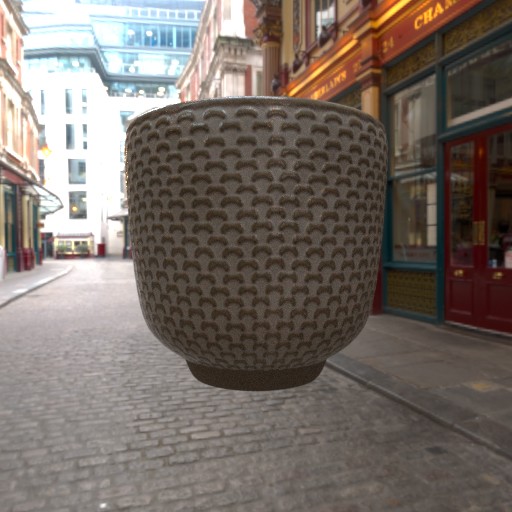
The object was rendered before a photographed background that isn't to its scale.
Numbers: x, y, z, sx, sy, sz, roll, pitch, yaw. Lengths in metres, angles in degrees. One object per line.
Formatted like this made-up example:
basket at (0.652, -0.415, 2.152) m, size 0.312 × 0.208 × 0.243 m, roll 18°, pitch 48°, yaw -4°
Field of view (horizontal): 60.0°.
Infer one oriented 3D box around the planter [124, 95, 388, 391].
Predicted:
planter at (0.000, 0.000, 0.303) m, size 0.173 × 0.160 × 0.173 m, roll 0°, pitch 0°, yaw 0°
